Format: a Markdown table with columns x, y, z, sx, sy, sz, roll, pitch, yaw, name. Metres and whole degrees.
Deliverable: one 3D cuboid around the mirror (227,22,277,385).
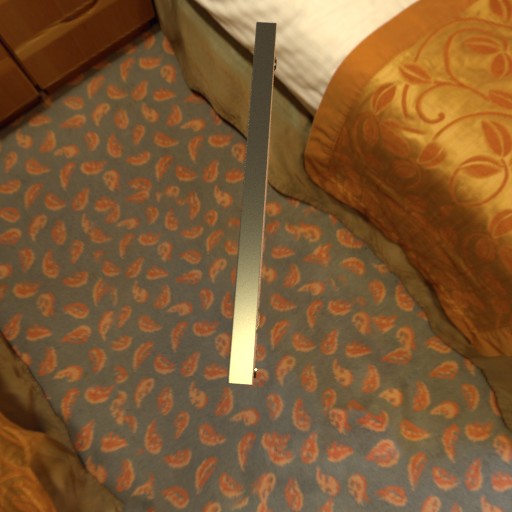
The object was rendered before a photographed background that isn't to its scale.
| x | y | z | sx | sy | sz | roll | pitch | yaw | name |
| --- | --- | --- | --- | --- | --- | --- | --- | --- | --- |
| 0.000 | 0.000 | 1.141 | 0.040 | 0.915 | 0.609 | 4 | 76 | 1 | mirror |
